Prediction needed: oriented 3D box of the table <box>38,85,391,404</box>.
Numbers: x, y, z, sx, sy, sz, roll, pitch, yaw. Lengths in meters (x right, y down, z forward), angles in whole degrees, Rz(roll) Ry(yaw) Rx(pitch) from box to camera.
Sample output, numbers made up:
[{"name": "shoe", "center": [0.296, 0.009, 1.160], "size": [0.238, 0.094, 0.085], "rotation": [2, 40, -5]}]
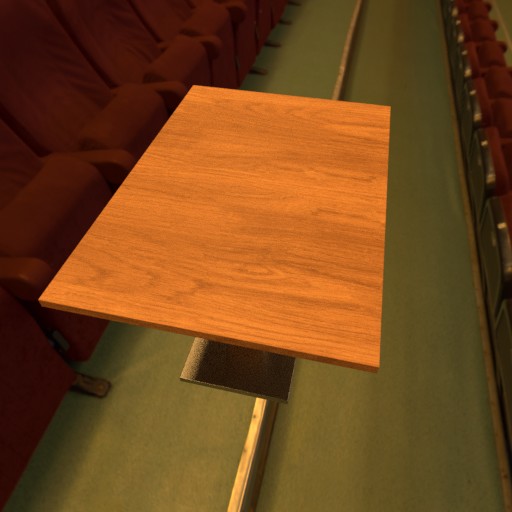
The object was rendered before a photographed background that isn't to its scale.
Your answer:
[{"name": "table", "center": [0.000, 0.000, 1.834], "size": [0.900, 0.770, 1.300], "rotation": [9, 47, 9]}]
